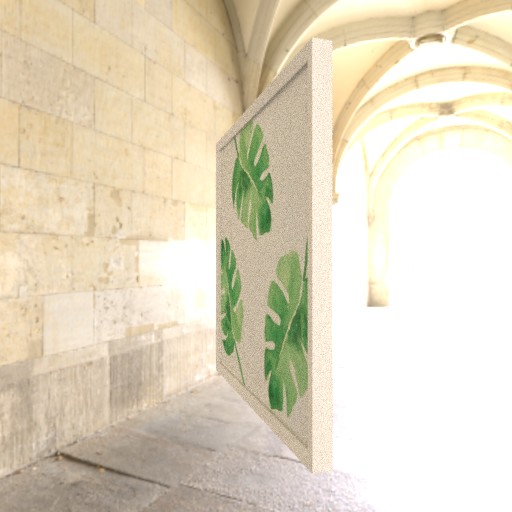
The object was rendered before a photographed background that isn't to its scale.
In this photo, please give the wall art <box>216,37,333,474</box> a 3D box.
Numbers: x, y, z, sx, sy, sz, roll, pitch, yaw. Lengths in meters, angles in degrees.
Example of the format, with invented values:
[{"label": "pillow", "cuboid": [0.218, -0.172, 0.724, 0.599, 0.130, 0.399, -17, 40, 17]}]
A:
[{"label": "wall art", "cuboid": [0.000, 0.000, 1.140, 0.040, 0.762, 0.762, 0, 0, -18]}]
